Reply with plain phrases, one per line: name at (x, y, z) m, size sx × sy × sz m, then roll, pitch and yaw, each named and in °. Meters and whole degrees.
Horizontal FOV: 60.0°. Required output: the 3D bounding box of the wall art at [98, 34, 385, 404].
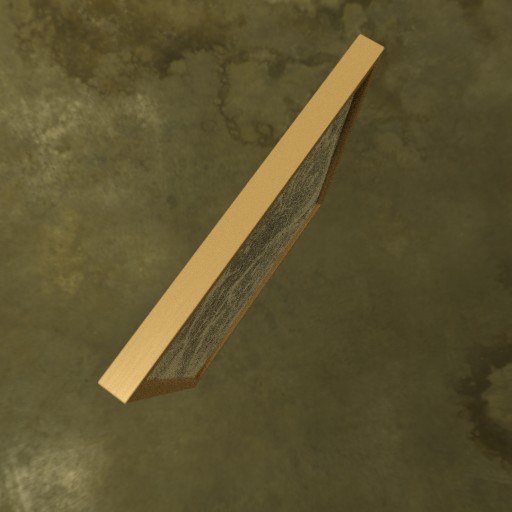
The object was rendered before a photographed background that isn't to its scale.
wall art at (0.000, 0.000, 0.741) m, size 0.036 × 0.509 × 0.509 m, roll 34°, pitch 78°, yaw 8°
